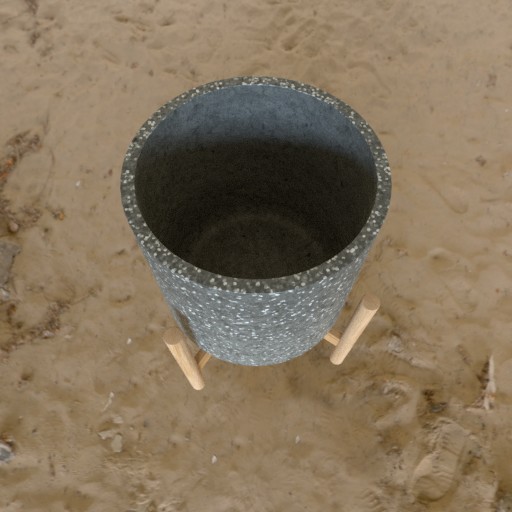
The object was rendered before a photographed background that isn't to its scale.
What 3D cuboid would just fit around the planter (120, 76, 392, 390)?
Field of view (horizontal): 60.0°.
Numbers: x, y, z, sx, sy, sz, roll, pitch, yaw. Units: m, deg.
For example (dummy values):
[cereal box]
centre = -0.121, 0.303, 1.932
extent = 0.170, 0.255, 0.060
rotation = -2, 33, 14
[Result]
[planter]
centre = 0.000, 0.000, 0.684
extent = 0.360, 0.419, 0.360
rotation = -30, 66, -15
